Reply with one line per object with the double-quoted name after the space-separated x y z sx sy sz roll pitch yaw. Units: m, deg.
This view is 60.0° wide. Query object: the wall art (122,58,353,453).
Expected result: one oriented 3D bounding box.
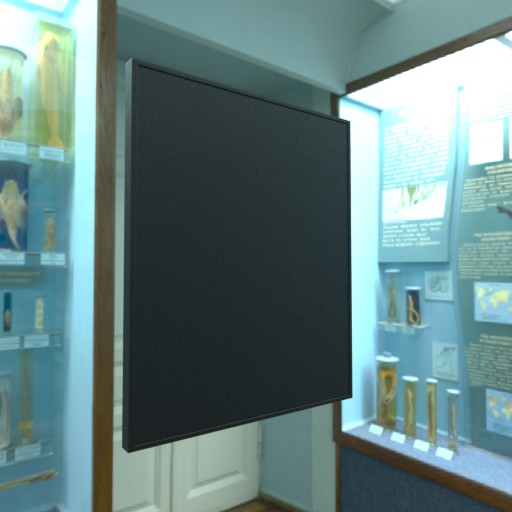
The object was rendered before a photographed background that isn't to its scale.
0.000 0.000 0.759 0.451 0.551 0.028 1 -2 -36 "wall art"
